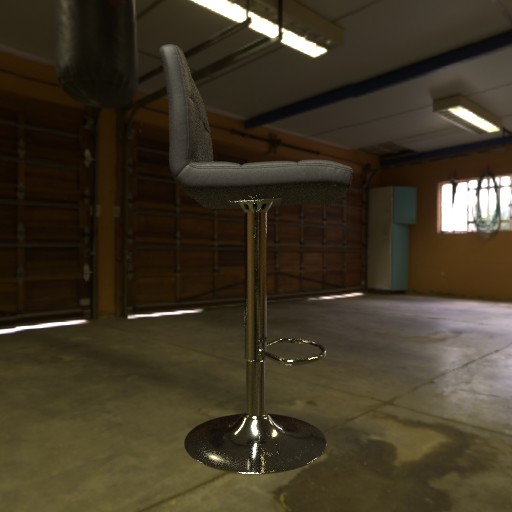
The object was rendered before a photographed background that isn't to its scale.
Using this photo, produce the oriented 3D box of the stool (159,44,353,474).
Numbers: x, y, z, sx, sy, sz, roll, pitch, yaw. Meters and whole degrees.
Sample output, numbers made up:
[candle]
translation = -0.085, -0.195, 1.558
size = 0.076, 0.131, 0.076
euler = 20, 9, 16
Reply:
[stool]
translation = 0.000, 0.000, 1.333
size = 0.505, 1.115, 0.430
euler = 0, 0, 1
